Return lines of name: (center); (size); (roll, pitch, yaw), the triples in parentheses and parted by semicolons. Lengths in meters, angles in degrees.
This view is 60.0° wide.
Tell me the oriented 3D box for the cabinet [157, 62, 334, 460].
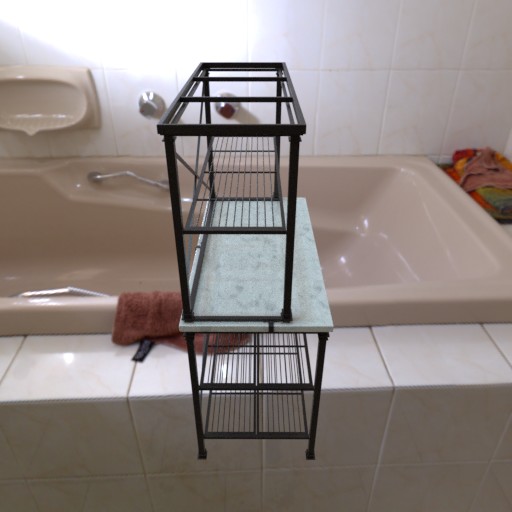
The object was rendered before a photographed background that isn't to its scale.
cabinet: (0.000, 0.000, 2.263); (0.610, 1.659, 1.210); (0, 32, 0)
